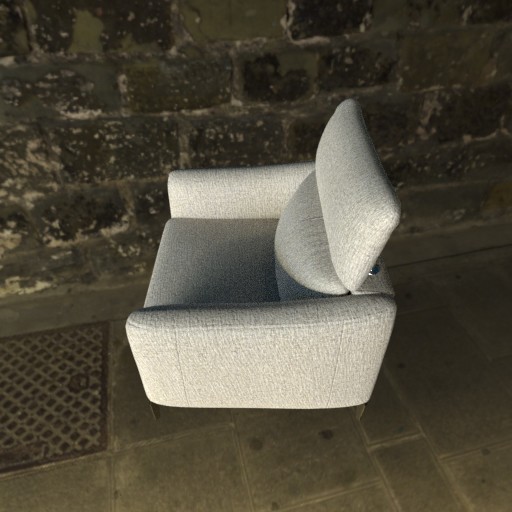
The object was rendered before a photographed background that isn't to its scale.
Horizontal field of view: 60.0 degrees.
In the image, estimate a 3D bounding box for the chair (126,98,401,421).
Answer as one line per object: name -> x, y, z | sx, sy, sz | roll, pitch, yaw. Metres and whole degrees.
chair -> 0.000, 0.000, 1.711 | 0.835, 0.967, 0.972 | 0, 41, 0
